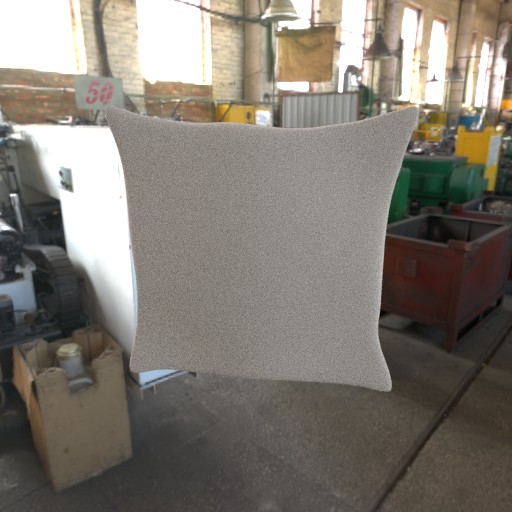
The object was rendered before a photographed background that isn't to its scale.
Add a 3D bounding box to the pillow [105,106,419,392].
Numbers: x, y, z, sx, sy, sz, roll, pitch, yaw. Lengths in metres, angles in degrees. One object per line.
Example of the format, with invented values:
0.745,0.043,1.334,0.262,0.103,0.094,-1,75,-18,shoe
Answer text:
0.000,0.000,0.796,0.514,0.513,0.163,2,17,7,pillow
